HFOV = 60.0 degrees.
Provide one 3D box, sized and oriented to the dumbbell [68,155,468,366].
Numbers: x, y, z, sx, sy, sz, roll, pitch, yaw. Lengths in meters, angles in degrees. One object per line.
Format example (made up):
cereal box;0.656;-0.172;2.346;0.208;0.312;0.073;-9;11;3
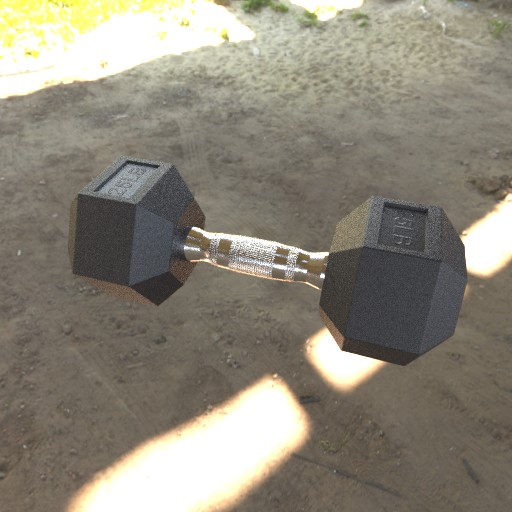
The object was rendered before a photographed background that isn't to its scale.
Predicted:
dumbbell;0.000;0.000;0.374;0.315;0.113;0.129;11;42;13
